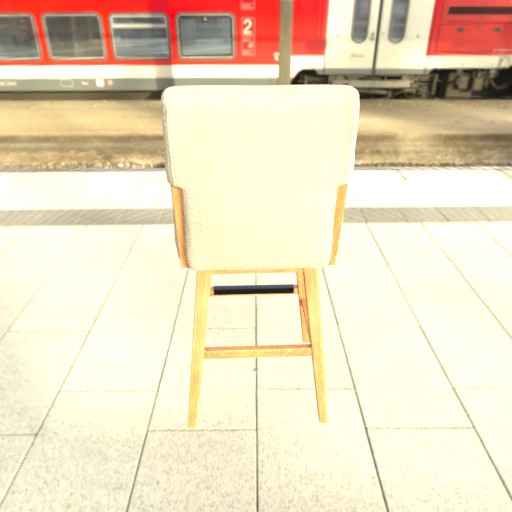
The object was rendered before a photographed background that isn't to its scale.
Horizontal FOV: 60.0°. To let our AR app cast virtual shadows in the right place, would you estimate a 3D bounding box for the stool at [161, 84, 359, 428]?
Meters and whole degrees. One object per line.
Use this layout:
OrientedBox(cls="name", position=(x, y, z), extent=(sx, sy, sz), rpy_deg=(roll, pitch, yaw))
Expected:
OrientedBox(cls="stool", position=(0.000, 0.000, 1.423), extent=(0.483, 1.106, 0.569), rpy_deg=(-1, 29, -2))
